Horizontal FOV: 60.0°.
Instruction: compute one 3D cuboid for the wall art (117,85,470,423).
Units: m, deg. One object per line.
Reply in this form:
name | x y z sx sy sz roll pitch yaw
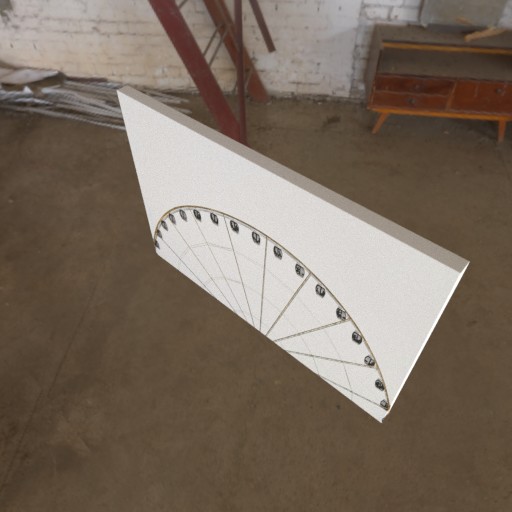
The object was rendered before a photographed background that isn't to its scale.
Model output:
wall art | 0.000 0.000 1.133 0.898 0.601 0.038 33 56 27
